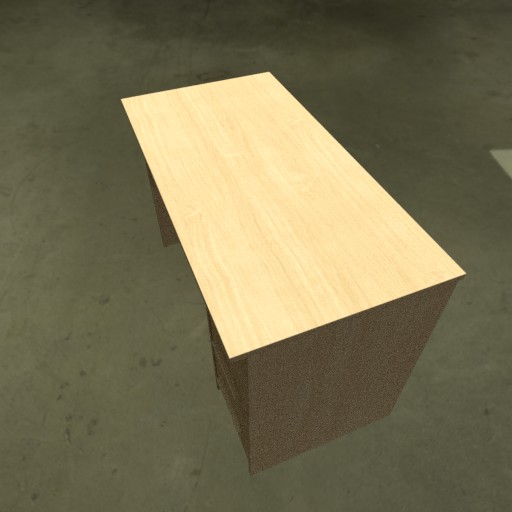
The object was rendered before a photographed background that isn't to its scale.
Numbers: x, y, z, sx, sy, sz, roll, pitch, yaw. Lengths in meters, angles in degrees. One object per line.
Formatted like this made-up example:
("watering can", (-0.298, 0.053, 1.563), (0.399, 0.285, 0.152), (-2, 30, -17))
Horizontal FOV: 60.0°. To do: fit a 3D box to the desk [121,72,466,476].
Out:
("desk", (0.000, 0.000, 1.527), (0.560, 0.735, 1.097), (-17, 49, -15))
